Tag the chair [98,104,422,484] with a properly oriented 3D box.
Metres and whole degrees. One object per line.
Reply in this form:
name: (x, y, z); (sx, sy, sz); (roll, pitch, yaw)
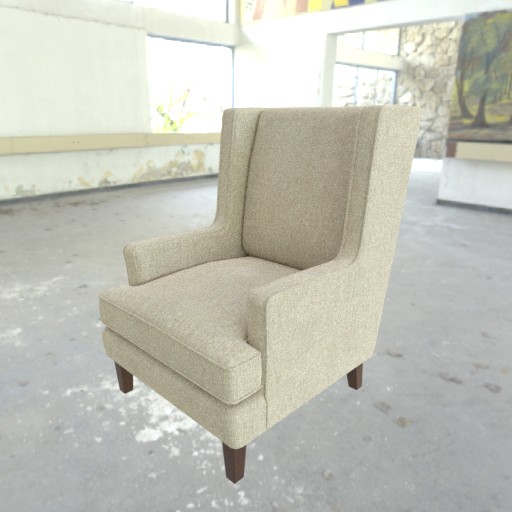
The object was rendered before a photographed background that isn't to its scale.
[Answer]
chair: (0.000, 0.000, 1.675); (0.764, 1.082, 0.948); (17, 24, 42)
